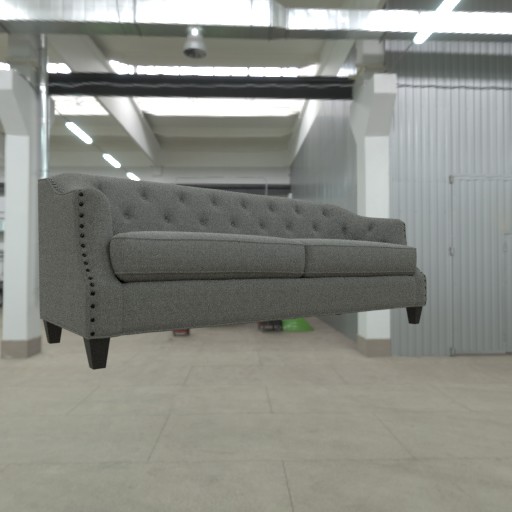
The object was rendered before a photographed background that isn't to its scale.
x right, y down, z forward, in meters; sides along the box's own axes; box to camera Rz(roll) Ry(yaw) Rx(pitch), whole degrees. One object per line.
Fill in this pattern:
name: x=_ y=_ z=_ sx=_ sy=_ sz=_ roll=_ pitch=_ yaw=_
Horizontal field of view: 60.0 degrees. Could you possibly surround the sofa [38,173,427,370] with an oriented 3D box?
sofa: x=0.000 y=0.000 z=2.661 sx=2.235 sy=0.901 sz=0.914 roll=1 pitch=-1 yaw=-37
